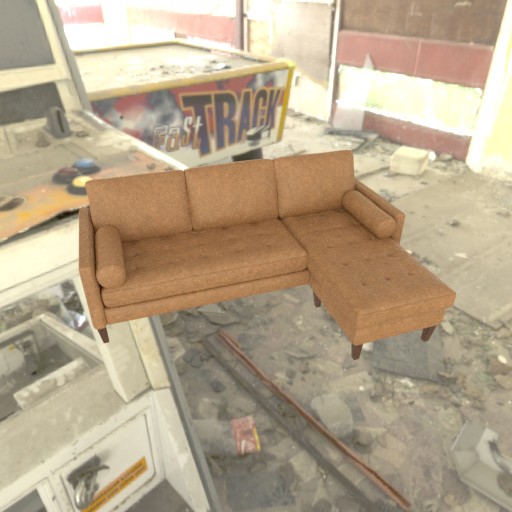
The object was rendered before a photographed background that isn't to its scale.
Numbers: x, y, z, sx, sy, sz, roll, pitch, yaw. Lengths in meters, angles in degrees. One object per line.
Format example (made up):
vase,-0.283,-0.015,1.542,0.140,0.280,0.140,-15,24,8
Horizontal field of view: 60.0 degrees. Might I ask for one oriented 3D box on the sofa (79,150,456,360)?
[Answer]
sofa,0.000,0.000,2.945,2.178,0.876,1.506,-10,34,-16
